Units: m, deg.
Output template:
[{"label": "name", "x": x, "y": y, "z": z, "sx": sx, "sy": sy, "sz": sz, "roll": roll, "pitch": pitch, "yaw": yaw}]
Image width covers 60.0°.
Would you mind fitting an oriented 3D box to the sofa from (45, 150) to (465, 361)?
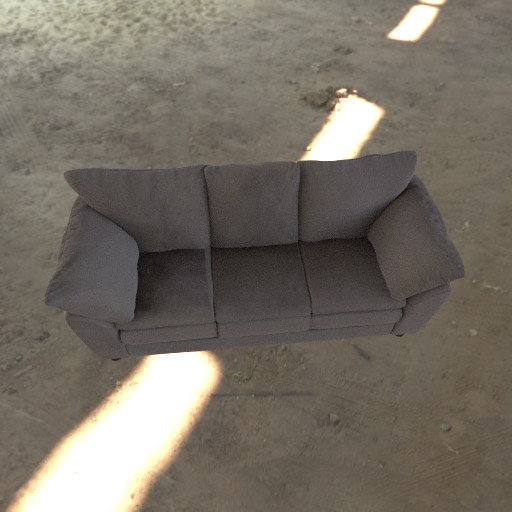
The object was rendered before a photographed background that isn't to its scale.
[{"label": "sofa", "x": 0.000, "y": 0.000, "z": 2.843, "sx": 2.336, "sy": 1.073, "sz": 0.878, "roll": -4, "pitch": 48, "yaw": -4}]
